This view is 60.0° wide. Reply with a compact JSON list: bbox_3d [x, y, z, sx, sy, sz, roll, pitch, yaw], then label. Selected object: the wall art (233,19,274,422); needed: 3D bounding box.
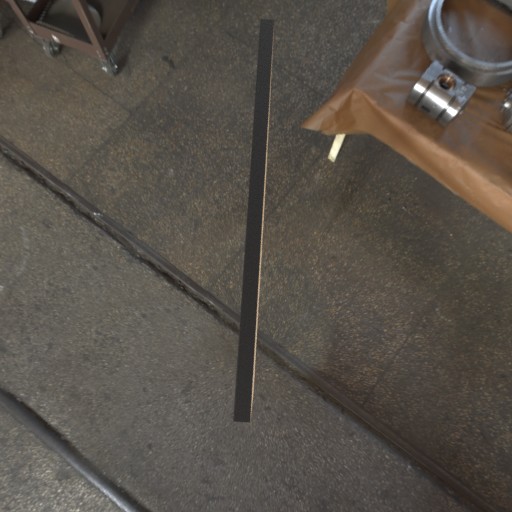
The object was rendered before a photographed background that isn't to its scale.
[{"bbox_3d":[0.000,0.000,1.208,0.028,0.863,0.755,3,76,1],"label":"wall art"}]
